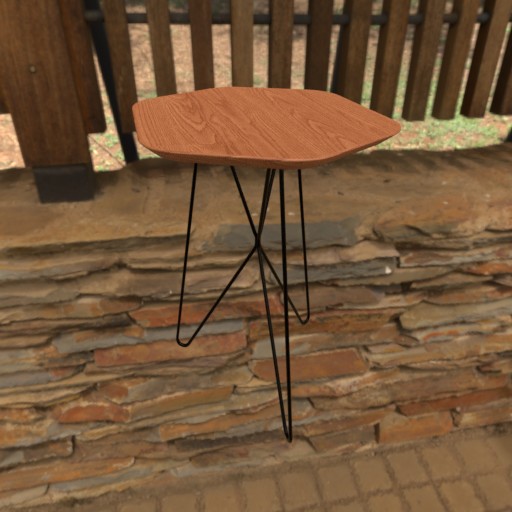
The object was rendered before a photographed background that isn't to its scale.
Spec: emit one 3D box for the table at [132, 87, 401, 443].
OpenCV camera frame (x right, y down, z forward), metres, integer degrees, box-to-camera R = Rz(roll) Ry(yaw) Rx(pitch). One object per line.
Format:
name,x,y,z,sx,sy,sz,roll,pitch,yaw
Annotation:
table,0.000,0.000,0.891,0.400,0.562,0.500,-8,32,-14
